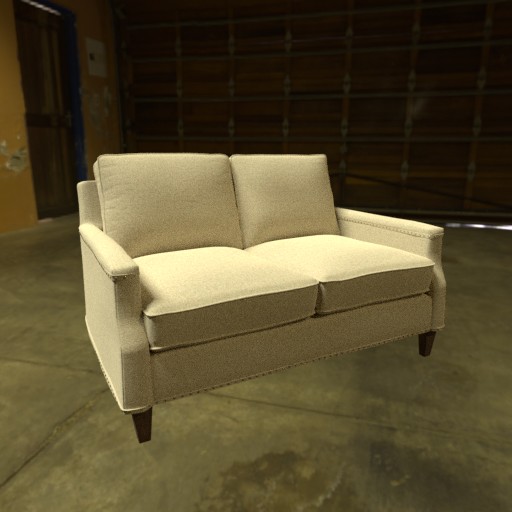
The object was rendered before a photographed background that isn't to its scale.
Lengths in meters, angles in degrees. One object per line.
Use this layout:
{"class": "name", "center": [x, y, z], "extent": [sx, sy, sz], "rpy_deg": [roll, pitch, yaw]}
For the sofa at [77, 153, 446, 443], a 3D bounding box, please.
{"class": "sofa", "center": [0.000, 0.000, 2.224], "extent": [1.597, 1.003, 1.084], "rpy_deg": [-7, 15, -27]}
